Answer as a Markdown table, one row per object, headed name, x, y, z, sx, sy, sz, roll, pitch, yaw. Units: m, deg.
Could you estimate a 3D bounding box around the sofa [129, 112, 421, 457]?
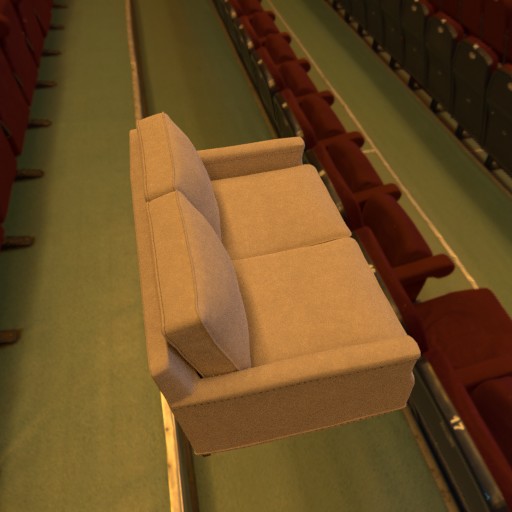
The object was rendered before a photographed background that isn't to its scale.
| name | x | y | z | sx | sy | sz | roll | pitch | yaw |
| --- | --- | --- | --- | --- | --- | --- | --- | --- | --- |
| sofa | 0.000 | 0.000 | 2.253 | 1.084 | 1.002 | 1.597 | -10 | 48 | -9 |
